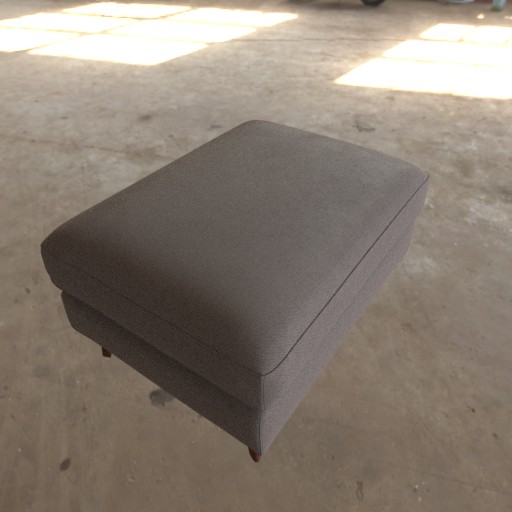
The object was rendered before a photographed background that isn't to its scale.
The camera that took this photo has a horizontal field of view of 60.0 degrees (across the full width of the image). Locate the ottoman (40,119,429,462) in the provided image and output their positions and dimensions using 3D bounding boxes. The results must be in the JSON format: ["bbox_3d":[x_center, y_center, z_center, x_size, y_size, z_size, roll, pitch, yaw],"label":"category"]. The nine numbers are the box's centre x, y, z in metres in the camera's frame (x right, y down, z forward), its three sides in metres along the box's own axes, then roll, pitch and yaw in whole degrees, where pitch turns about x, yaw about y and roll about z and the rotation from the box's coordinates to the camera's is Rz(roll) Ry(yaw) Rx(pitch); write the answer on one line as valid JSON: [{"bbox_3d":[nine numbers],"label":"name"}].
[{"bbox_3d":[0.000,0.000,1.141,0.608,0.449,0.811,24,45,26],"label":"ottoman"}]
